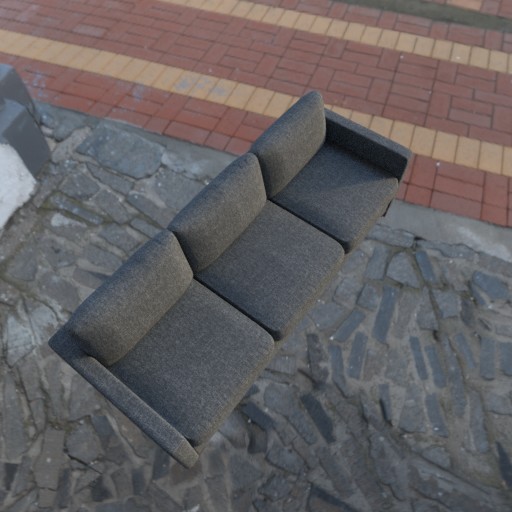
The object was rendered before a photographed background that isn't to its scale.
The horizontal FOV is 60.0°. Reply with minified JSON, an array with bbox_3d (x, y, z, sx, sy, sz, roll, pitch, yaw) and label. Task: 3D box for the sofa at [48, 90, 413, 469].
[{"bbox_3d":[0.000,0.000,2.632,0.859,0.874,2.218,33,64,18],"label":"sofa"}]
